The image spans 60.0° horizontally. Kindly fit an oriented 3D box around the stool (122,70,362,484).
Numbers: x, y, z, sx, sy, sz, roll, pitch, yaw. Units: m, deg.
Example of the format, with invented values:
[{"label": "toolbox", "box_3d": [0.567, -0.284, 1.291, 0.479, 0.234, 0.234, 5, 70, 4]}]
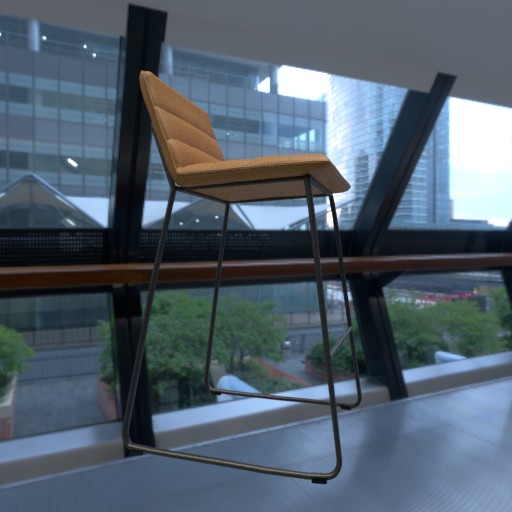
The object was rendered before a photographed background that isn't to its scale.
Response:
[{"label": "stool", "box_3d": [0.000, 0.000, 1.204, 0.524, 0.936, 0.489, 0, 0, 19]}]
